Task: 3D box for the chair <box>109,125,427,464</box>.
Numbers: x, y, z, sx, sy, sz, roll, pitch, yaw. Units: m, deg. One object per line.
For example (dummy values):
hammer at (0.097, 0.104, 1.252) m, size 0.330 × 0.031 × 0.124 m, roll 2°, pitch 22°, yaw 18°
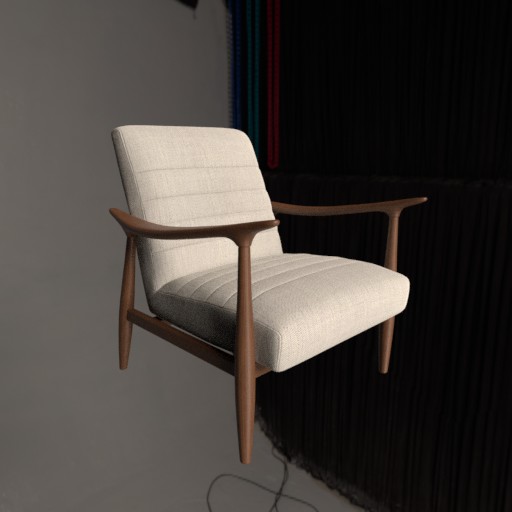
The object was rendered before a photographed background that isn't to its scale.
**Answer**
chair at (0.000, 0.000, 1.427) m, size 0.741 × 0.832 × 0.798 m, roll -13°, pitch 18°, yaw -43°
